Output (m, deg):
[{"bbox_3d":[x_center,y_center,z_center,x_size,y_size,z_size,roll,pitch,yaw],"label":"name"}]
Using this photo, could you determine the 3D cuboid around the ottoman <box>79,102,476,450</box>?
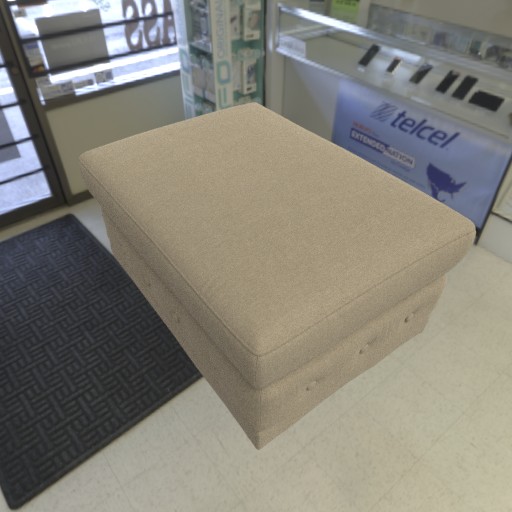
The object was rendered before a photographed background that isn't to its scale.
[{"bbox_3d":[0.000,0.000,1.130,0.569,0.500,0.771,-26,48,-26],"label":"ottoman"}]
